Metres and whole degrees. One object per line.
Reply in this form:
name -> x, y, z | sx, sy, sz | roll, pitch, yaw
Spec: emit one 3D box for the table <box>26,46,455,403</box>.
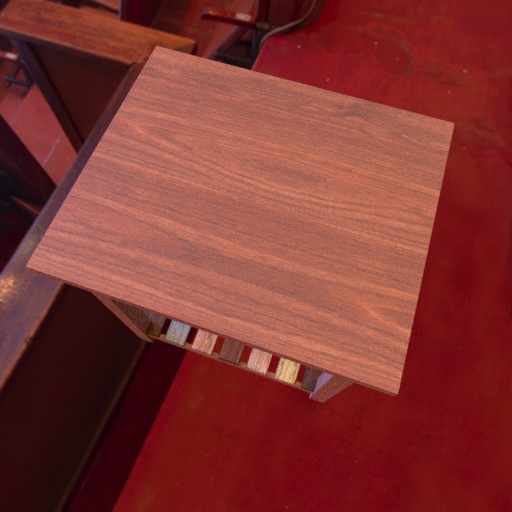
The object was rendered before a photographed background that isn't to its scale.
table -> 0.000, 0.000, 1.129 | 0.660, 0.635, 0.559 | 18, 68, 7
